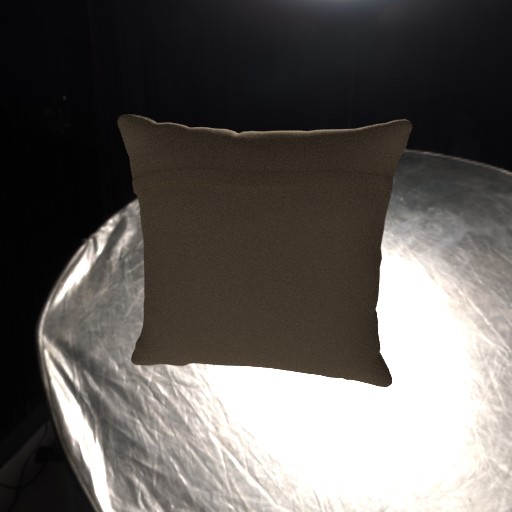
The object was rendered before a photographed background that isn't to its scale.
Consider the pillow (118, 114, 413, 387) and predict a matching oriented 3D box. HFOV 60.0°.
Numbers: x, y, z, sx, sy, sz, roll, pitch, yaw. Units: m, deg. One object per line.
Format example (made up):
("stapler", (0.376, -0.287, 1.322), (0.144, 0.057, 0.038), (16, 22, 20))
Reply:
("pillow", (0.000, 0.000, 0.830), (0.536, 0.506, 0.229), (3, 17, 9))
